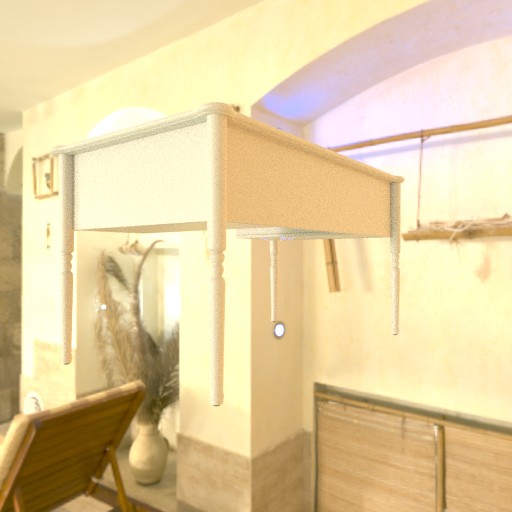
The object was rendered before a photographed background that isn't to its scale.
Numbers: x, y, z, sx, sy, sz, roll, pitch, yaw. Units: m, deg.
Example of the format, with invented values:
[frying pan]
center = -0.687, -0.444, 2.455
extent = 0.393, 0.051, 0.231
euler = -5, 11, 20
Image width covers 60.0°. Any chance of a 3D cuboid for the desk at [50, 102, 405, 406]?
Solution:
[desk]
center = 0.000, 0.000, 1.854
extent = 0.807, 0.762, 1.380
euler = 0, 0, 37
